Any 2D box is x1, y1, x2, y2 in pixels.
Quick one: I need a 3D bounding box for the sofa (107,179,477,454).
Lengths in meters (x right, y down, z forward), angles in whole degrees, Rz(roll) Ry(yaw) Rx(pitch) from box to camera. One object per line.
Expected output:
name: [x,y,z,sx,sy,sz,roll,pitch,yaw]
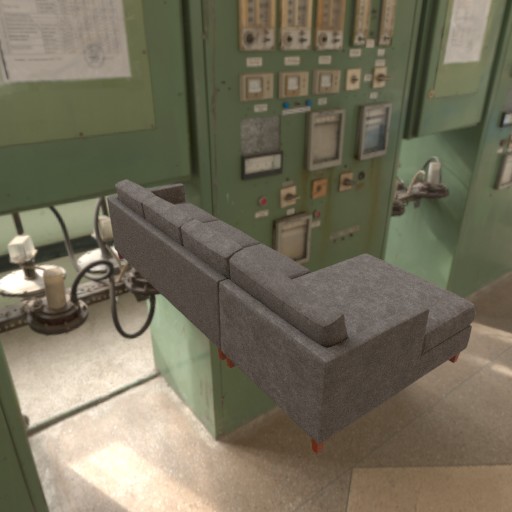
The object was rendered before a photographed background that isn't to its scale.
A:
sofa: [0.000,0.000,4.143,1.606,0.954,3.471,-18,31,-32]
